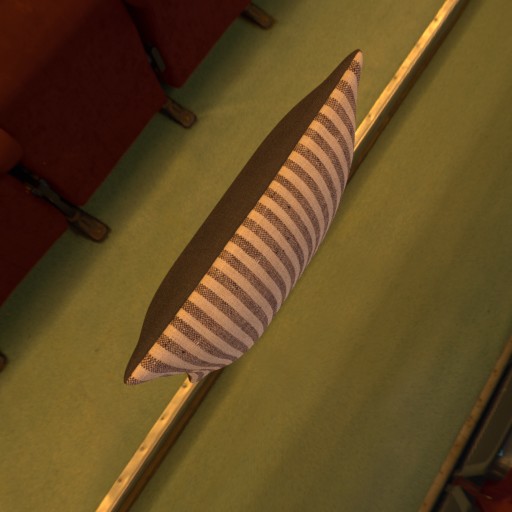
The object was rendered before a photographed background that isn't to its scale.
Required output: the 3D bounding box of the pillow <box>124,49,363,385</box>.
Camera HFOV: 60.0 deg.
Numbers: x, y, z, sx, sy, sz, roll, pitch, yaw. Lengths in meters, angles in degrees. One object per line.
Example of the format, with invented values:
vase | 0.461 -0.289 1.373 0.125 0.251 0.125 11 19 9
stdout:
pillow | 0.000 0.000 0.779 0.166 0.506 0.523 33 78 8
